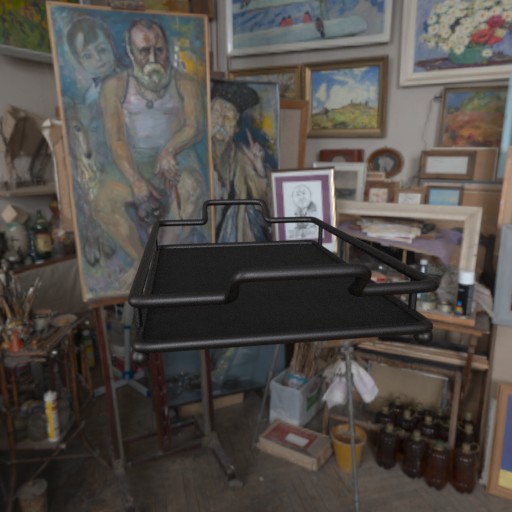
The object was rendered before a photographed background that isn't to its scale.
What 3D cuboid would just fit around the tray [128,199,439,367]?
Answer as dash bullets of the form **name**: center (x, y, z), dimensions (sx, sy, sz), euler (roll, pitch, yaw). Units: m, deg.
- **tray**: center (0.000, 0.000, 0.605), dimensions (0.297, 0.101, 0.495), euler (-2, 14, -9)
